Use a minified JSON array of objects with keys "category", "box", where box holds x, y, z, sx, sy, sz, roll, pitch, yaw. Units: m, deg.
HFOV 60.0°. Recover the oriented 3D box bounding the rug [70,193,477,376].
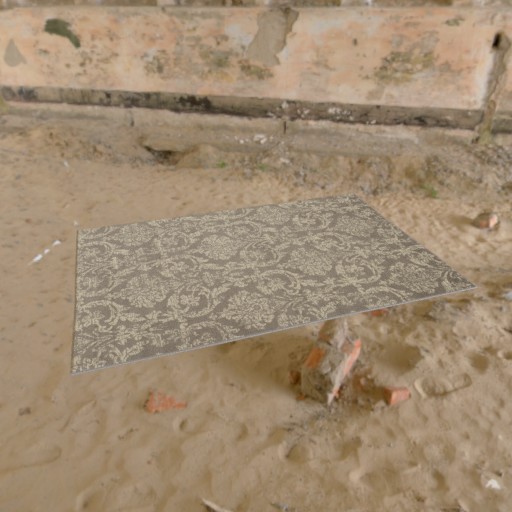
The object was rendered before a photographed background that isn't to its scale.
[{"category":"rug","box":[0.000,0.000,3.545,2.746,0.018,1.819,-9,32,-15]}]
